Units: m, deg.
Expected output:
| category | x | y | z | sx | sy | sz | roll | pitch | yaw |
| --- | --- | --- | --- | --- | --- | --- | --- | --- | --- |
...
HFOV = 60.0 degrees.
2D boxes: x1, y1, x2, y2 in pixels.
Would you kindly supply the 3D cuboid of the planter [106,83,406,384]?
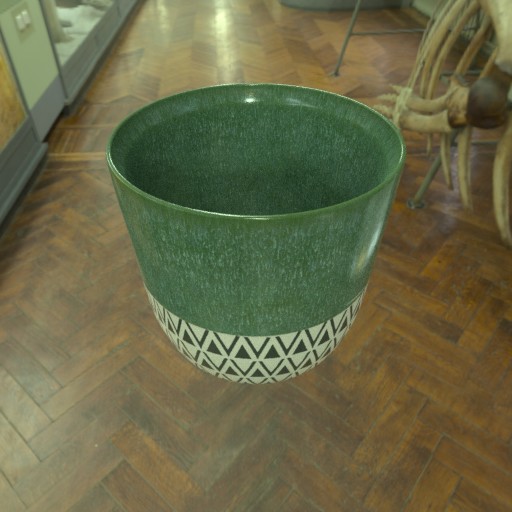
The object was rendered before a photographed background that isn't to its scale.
| category | x | y | z | sx | sy | sz | roll | pitch | yaw |
| --- | --- | --- | --- | --- | --- | --- | --- | --- | --- |
| planter | 0.000 | 0.000 | 0.364 | 0.195 | 0.214 | 0.195 | 0 | 40 | 0 |
